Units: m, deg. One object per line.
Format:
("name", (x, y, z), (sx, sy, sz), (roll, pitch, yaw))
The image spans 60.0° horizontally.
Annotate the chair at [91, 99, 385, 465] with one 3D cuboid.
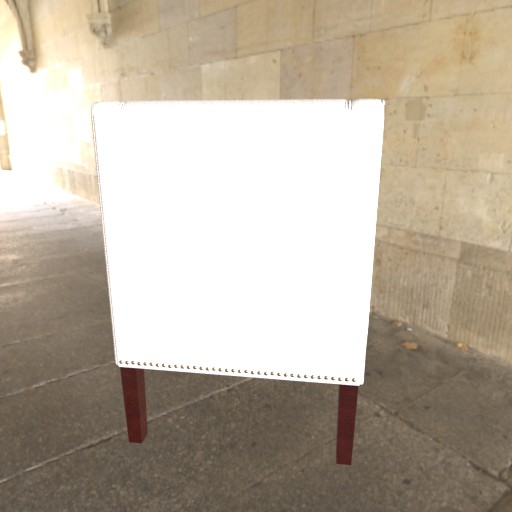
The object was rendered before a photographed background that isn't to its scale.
("chair", (0.000, 0.000, 1.366), (0.628, 0.872, 0.748), (2, 16, 8))
